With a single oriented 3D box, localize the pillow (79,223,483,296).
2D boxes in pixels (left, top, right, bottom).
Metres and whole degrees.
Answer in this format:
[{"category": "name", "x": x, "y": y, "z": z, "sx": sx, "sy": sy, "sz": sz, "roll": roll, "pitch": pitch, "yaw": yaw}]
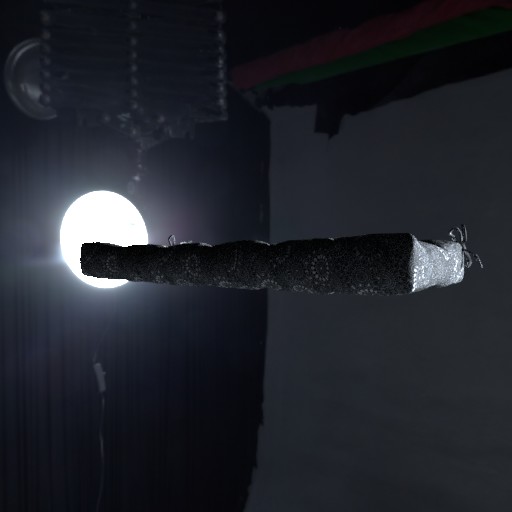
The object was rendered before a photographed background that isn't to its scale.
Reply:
[{"category": "pillow", "x": 0.000, "y": 0.000, "z": 1.352, "sx": 1.194, "sy": 0.174, "sz": 0.511, "roll": 0, "pitch": 0, "yaw": 37}]
